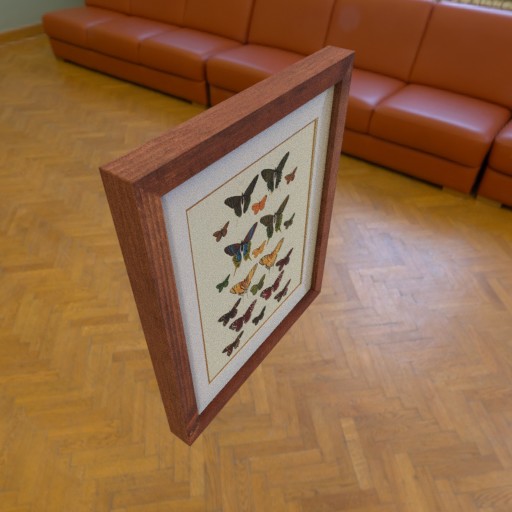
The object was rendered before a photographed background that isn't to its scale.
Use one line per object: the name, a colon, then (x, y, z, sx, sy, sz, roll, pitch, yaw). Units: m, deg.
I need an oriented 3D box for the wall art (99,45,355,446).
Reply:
wall art: (0.000, 0.000, 0.612, 0.039, 0.449, 0.377, 26, 48, 26)
